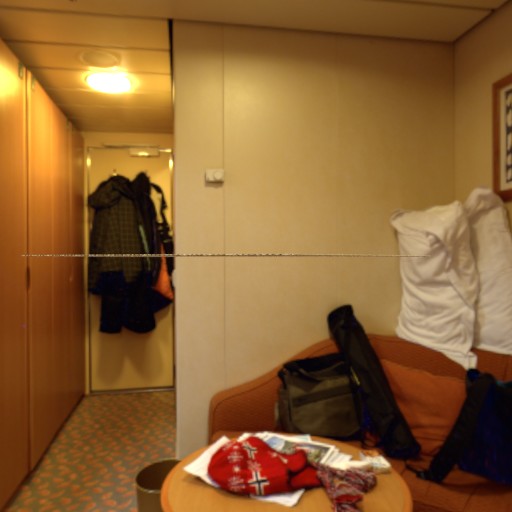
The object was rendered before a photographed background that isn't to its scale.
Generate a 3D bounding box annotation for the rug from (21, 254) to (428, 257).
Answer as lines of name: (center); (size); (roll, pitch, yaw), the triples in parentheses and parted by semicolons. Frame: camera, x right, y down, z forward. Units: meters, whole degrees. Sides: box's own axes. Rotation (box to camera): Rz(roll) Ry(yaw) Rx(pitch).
rug: (0.000, 0.000, 4.055); (2.444, 0.013, 3.043); (0, 0, 34)
